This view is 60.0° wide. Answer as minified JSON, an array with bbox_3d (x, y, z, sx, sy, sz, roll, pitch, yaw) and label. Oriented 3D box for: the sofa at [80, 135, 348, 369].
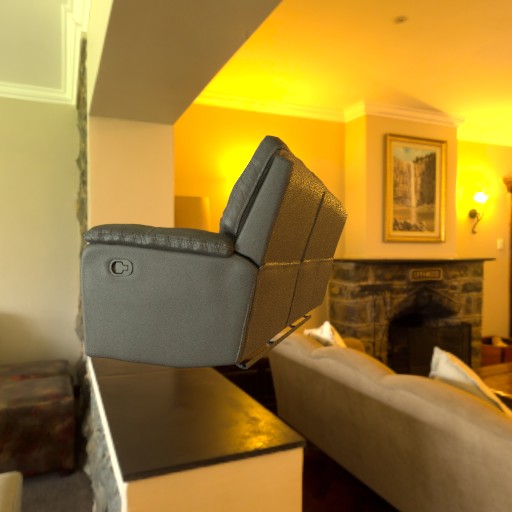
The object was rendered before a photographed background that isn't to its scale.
[{"bbox_3d":[0.000,0.000,3.205,1.104,1.134,2.627,0,0,17],"label":"sofa"}]
